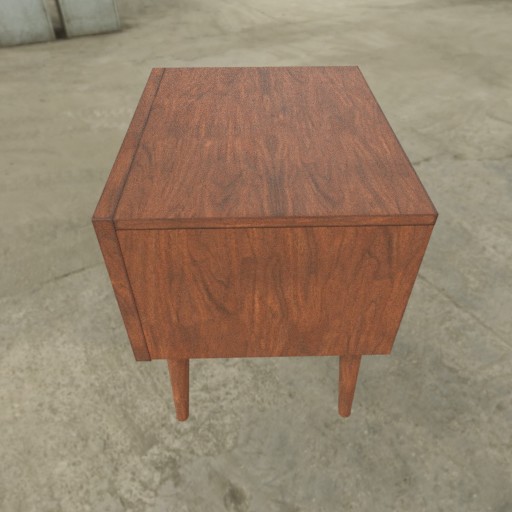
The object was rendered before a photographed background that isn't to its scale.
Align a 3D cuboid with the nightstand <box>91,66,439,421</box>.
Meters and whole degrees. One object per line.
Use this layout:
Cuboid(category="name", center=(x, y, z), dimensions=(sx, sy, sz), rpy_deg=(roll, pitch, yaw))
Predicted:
Cuboid(category="nightstand", center=(0.000, 0.000, 0.947), dimensions=(0.445, 0.607, 0.521), rpy_deg=(-1, 42, -1))
